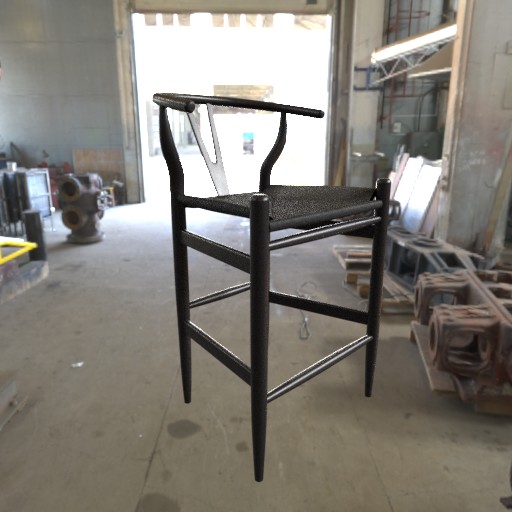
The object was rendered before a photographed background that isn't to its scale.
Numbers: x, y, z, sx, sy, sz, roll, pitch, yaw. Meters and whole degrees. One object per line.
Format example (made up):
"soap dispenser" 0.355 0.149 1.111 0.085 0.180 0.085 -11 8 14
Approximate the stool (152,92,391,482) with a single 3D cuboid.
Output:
"stool" 0.000 0.000 1.361 0.579 0.970 0.569 14 21 43
